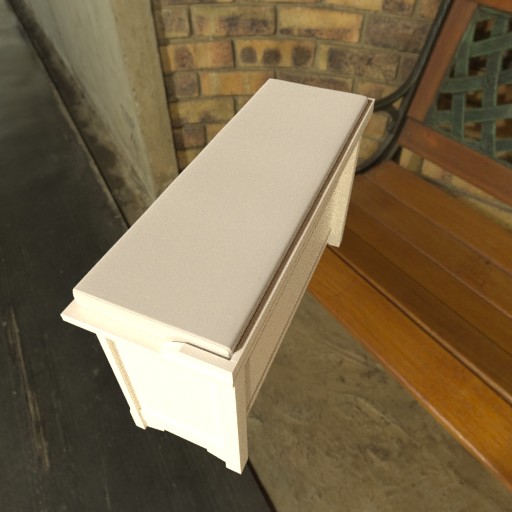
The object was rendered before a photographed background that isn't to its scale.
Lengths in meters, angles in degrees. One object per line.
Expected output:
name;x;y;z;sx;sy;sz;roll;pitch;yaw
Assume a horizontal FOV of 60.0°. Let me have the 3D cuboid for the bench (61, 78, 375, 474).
bench;0.000;0.000;1.248;0.346;0.589;0.987;17;48;16
